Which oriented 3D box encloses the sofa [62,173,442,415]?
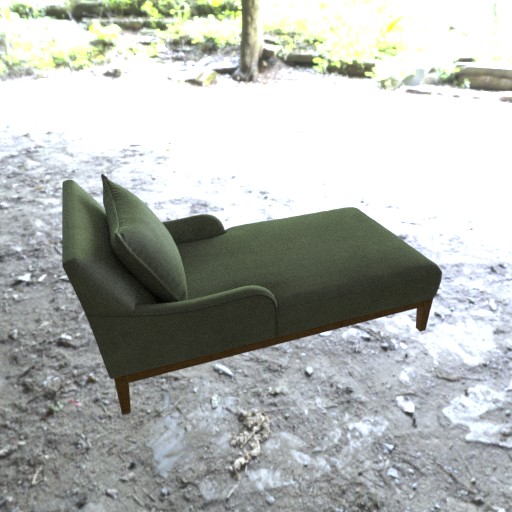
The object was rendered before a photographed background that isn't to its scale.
[{"bbox_3d":[0.000,0.000,2.366,1.779,0.859,0.894,-11,32,-18],"label":"sofa"}]
